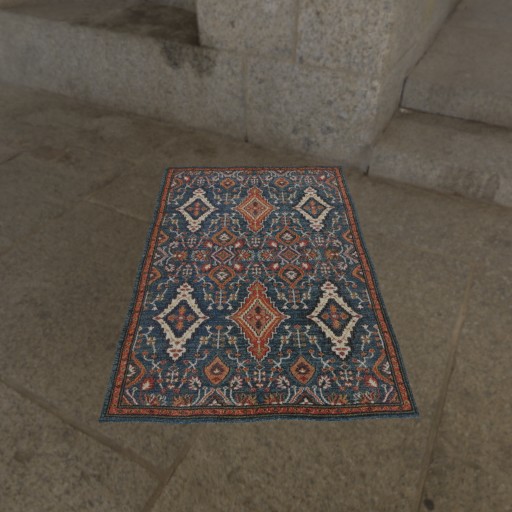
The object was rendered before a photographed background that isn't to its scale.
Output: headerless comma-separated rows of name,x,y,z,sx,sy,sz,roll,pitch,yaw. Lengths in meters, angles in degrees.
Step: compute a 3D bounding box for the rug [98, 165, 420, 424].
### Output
rug,0.000,0.000,4.229,2.190,0.008,3.371,-1,41,-1
